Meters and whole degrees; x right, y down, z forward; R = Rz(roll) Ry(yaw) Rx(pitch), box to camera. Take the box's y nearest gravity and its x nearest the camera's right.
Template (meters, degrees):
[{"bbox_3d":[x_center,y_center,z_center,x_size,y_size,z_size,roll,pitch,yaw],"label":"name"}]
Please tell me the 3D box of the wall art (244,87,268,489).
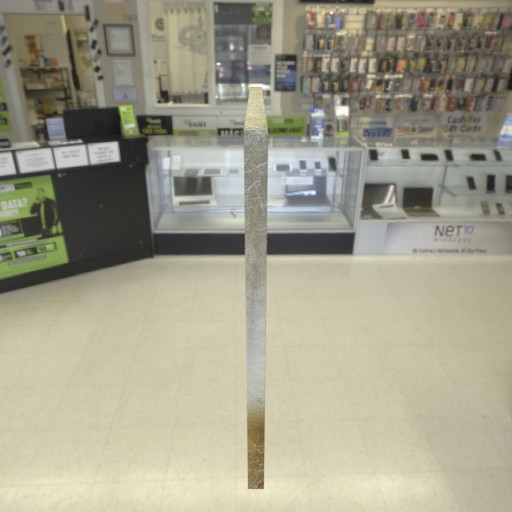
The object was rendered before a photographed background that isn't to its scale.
[{"bbox_3d":[0.000,0.000,1.642,0.051,1.091,1.092,0,25,0],"label":"wall art"}]
